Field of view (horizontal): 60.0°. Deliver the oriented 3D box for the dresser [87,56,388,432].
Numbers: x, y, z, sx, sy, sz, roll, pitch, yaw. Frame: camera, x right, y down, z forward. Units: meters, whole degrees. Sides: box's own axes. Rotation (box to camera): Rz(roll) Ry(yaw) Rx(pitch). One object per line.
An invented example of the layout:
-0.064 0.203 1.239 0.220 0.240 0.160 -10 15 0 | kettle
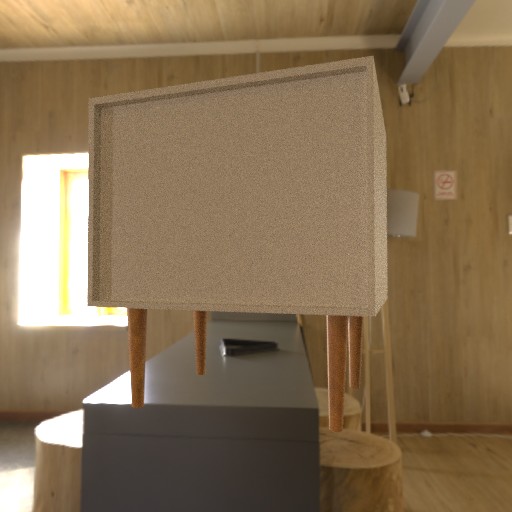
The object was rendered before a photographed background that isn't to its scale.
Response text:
0.000 0.000 0.914 0.503 0.568 0.414 -1 -2 19 | dresser
